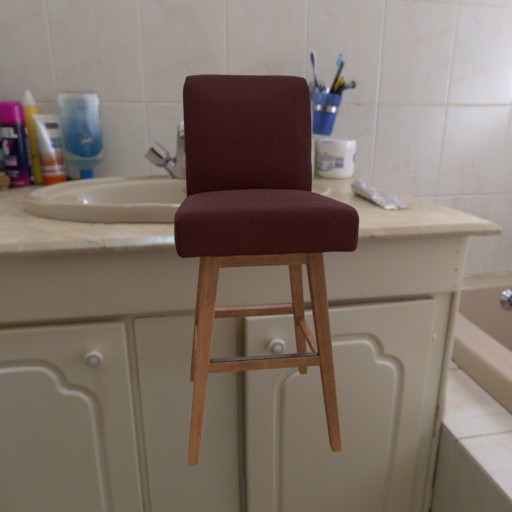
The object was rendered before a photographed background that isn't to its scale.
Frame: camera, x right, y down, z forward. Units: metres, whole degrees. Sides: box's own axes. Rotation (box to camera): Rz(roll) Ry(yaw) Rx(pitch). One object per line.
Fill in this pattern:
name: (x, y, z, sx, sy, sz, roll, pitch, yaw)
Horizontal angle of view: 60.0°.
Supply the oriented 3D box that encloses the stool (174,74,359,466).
stool: (0.000, 0.000, 1.375, 0.468, 1.093, 0.562, -2, 17, -7)
